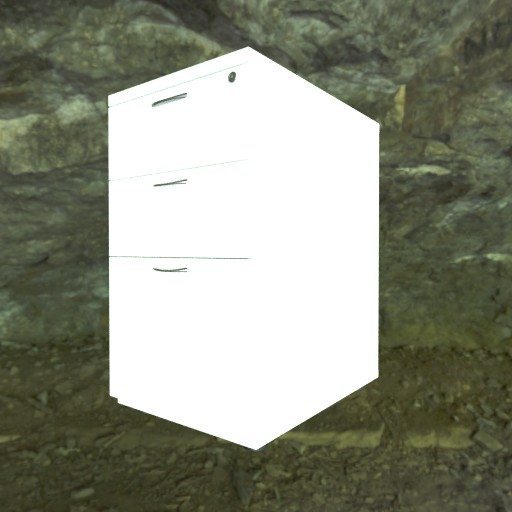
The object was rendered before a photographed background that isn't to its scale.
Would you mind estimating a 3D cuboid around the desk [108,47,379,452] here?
[{"bbox_3d":[0.000,0.000,1.118,0.404,0.730,0.600,1,1,37],"label":"desk"}]
